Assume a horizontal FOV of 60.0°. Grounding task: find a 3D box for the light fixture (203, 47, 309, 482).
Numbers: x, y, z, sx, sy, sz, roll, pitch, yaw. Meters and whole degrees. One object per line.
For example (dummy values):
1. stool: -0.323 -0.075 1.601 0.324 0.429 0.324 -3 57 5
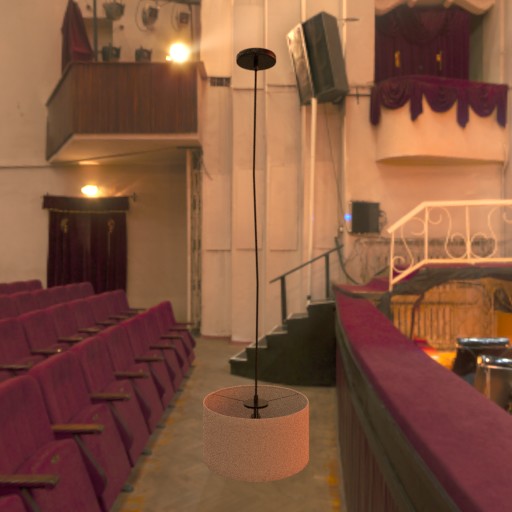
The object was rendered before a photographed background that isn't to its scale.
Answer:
1. light fixture: 0.000 0.000 1.686 0.399 1.516 0.399 0 0 0
